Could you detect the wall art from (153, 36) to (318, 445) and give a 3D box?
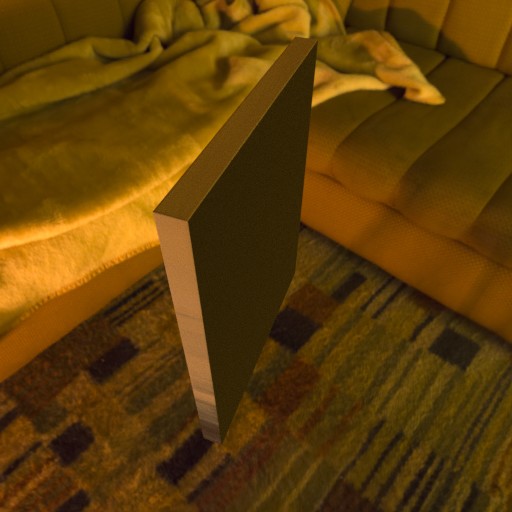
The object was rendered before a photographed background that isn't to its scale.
[{"bbox_3d":[0.000,0.000,0.828,0.040,0.608,0.489,16,49,14],"label":"wall art"}]
